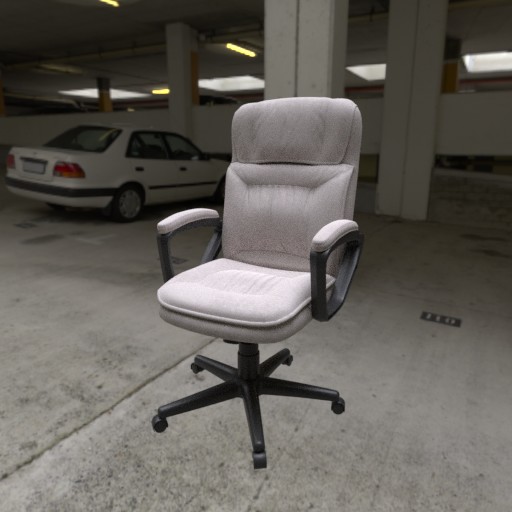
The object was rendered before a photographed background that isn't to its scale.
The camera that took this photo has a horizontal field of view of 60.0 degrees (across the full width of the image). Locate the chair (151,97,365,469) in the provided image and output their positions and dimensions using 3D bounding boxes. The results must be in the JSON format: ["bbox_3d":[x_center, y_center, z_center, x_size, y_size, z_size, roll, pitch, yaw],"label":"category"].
[{"bbox_3d":[0.000,0.000,1.553,0.667,1.105,0.724,7,16,27],"label":"chair"}]
